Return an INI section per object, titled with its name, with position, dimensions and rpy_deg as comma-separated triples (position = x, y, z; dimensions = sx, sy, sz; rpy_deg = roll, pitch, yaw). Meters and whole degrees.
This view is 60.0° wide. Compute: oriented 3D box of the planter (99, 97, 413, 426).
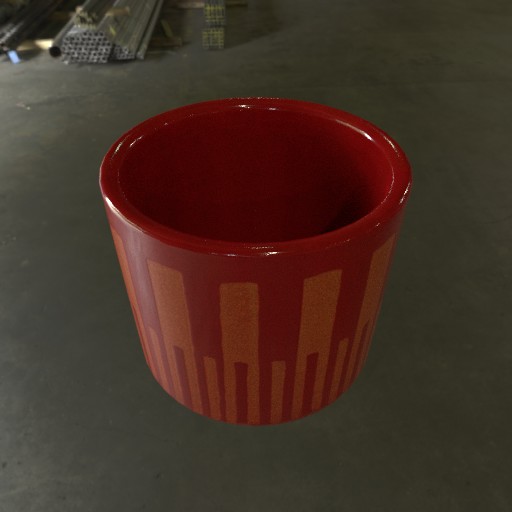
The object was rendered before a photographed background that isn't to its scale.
[planter]
position = 0.000, 0.000, 0.398
dimensions = 0.230, 0.202, 0.230
rpy_deg = 0, 41, 0
